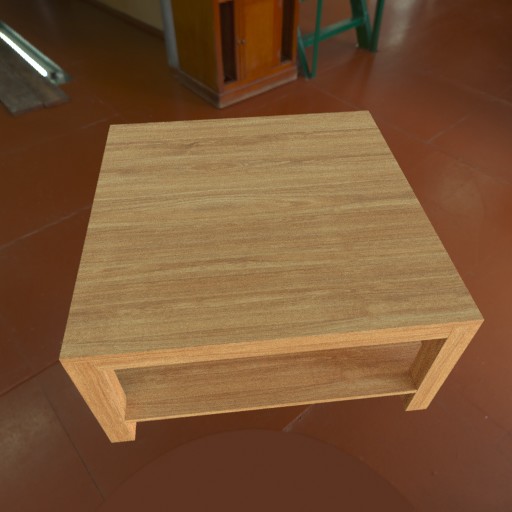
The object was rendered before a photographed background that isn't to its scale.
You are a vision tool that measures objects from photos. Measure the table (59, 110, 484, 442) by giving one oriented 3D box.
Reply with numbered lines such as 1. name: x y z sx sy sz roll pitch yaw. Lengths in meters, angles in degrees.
1. table: 0.000 0.000 1.398 0.900 0.450 0.900 -5 47 -4
